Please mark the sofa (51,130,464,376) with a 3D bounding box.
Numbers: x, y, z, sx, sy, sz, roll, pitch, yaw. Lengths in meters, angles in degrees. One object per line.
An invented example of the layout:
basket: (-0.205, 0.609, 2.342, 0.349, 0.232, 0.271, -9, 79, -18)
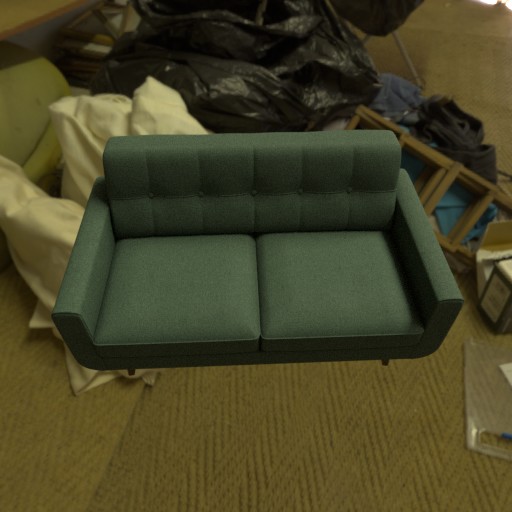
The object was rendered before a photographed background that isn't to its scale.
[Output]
sofa: (0.000, 0.000, 2.124, 1.631, 0.841, 0.909, -2, 47, -2)
